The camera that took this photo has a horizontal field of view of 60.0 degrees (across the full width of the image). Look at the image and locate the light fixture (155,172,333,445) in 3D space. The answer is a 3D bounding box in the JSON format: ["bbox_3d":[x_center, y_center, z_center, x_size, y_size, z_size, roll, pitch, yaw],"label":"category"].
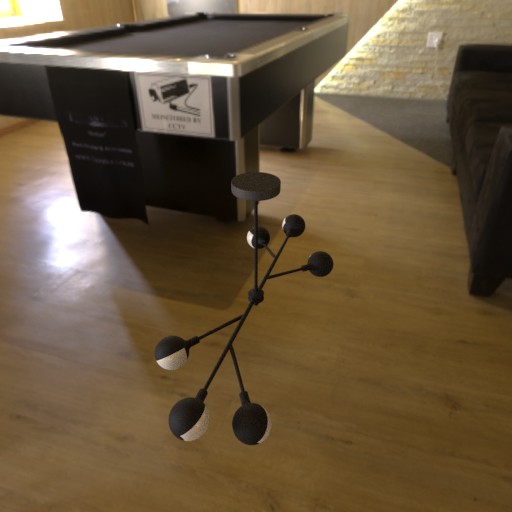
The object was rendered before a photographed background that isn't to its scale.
[{"bbox_3d":[0.000,0.000,1.002,0.434,0.362,0.778,20,38,28],"label":"light fixture"}]
